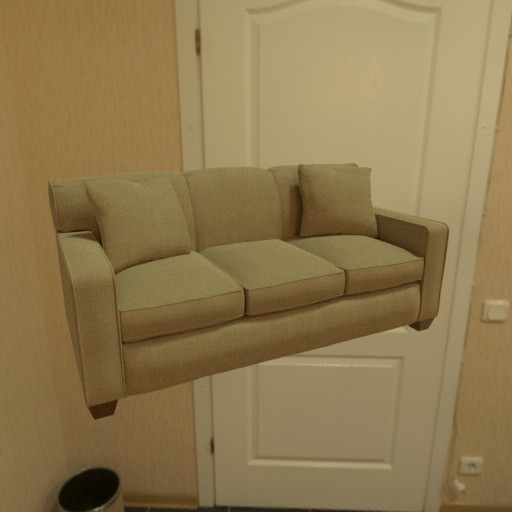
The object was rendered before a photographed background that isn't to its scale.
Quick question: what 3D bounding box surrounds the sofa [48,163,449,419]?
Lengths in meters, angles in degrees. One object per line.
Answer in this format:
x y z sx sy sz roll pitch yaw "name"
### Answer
0.000 0.000 2.513 2.024 0.958 0.997 -8 18 -25 "sofa"
